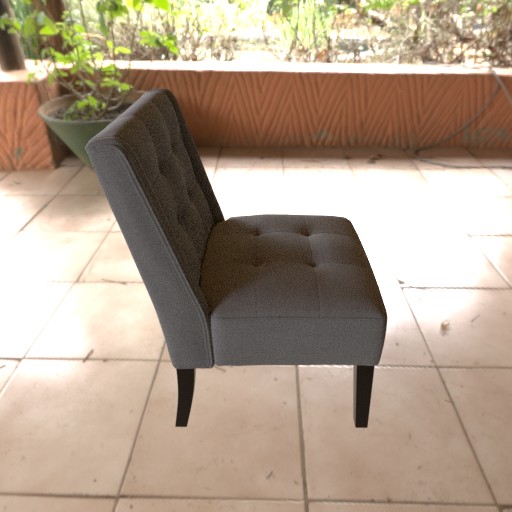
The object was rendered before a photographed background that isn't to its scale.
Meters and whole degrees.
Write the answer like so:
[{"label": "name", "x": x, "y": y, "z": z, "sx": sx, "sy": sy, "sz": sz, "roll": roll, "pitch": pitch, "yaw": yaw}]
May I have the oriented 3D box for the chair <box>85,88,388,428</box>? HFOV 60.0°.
[{"label": "chair", "x": 0.000, "y": 0.000, "z": 1.307, "sx": 0.676, "sy": 0.853, "sz": 0.569, "roll": 0, "pitch": 31, "yaw": 1}]
